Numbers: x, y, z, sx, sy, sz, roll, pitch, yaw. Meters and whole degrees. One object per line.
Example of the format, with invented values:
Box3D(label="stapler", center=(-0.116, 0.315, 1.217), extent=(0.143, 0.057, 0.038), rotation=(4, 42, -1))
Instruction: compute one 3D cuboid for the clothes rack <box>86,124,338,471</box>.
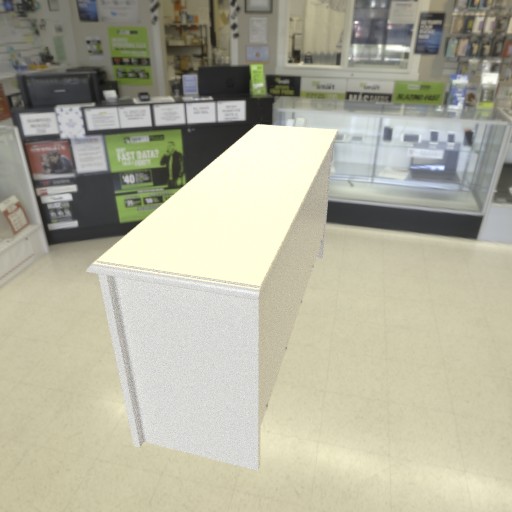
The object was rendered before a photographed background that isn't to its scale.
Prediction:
Box3D(label="clothes rack", center=(0.000, 0.000, 1.359), extent=(0.324, 0.531, 1.120), rotation=(8, 31, 14))
